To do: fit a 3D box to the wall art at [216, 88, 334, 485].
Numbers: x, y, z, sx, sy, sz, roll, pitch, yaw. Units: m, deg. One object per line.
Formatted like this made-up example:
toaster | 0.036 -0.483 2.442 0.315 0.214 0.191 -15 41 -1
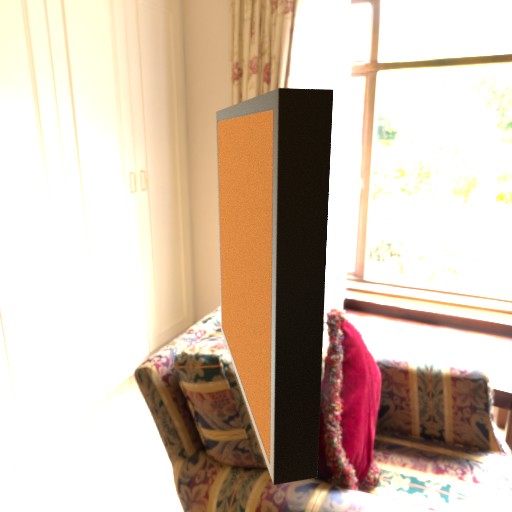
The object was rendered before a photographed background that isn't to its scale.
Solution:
wall art | 0.000 0.000 0.460 0.037 0.299 0.299 -3 16 -12
